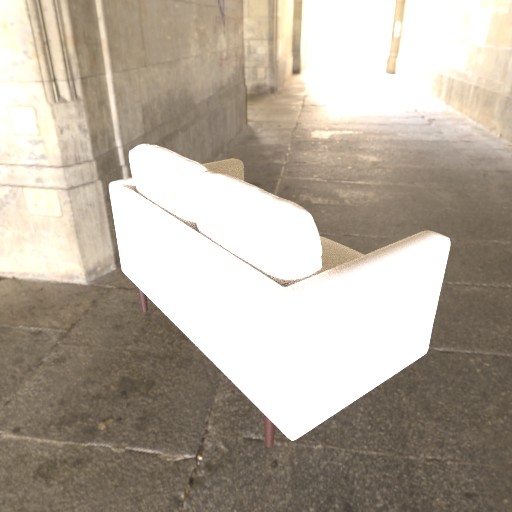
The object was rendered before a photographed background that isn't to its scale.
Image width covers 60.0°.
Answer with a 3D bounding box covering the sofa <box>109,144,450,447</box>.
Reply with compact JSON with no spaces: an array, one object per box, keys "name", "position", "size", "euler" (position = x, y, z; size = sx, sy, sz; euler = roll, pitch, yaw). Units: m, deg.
[{"name":"sofa","position":[0.000,0.000,2.034],"size":[0.796,0.908,1.430],"euler":[-19,33,-32]}]
